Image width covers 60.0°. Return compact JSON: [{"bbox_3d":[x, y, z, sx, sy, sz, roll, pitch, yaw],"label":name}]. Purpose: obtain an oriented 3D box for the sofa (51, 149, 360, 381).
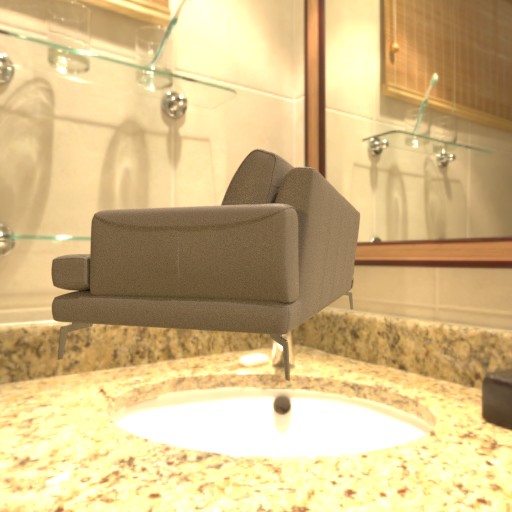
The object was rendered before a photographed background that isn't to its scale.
[{"bbox_3d":[0.000,0.000,2.390,0.974,0.765,1.940,0,0,18],"label":"sofa"}]
